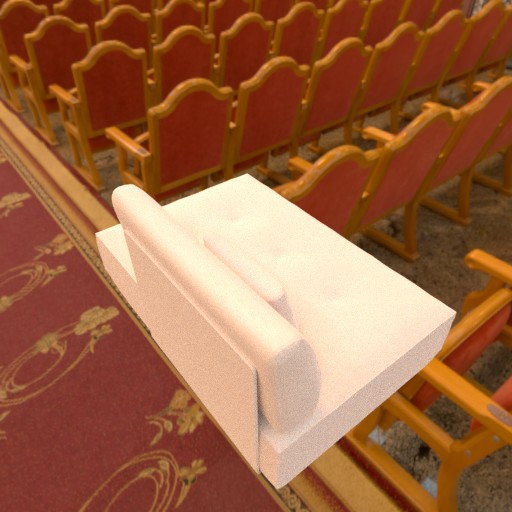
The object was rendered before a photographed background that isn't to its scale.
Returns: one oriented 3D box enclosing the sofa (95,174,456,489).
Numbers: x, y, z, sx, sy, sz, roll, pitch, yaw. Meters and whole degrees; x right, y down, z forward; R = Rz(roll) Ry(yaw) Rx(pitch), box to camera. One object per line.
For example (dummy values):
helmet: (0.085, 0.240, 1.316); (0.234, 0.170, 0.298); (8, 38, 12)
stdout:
sofa: (0.000, 0.000, 1.987); (1.000, 0.820, 1.450); (-27, 47, -28)
